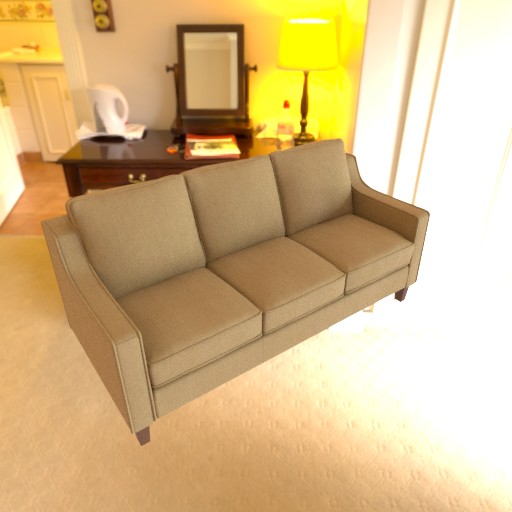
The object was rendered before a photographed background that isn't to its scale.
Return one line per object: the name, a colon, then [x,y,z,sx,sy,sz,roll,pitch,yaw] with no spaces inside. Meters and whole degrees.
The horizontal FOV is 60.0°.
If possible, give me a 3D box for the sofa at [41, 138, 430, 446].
sofa: [0.000,0.000,2.550,1.986,0.974,0.911,-21,36,-31]
